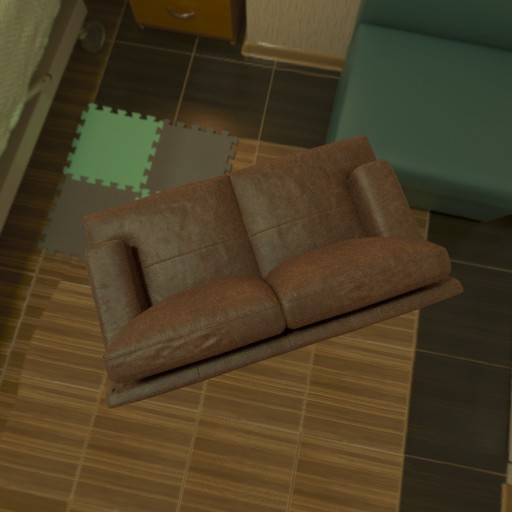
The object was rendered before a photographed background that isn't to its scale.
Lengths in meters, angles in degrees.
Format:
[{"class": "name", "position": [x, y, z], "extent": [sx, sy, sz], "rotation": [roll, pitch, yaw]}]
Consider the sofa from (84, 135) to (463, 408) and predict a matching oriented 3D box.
[{"class": "sofa", "position": [0.000, 0.000, 2.523], "extent": [1.880, 0.939, 1.143], "rotation": [-17, 75, -5]}]
